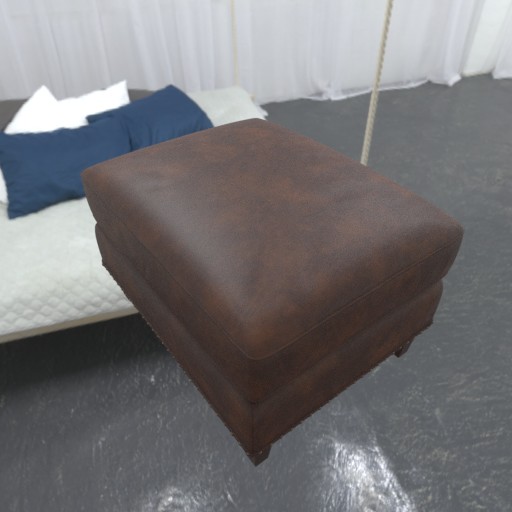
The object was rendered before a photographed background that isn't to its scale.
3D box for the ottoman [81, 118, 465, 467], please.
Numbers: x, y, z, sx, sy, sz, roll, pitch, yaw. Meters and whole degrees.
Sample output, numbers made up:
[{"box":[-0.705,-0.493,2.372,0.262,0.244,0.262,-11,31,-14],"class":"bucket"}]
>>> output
[{"box":[0.000,0.000,1.128,0.586,0.486,0.742,-26,46,-28],"class":"ottoman"}]
